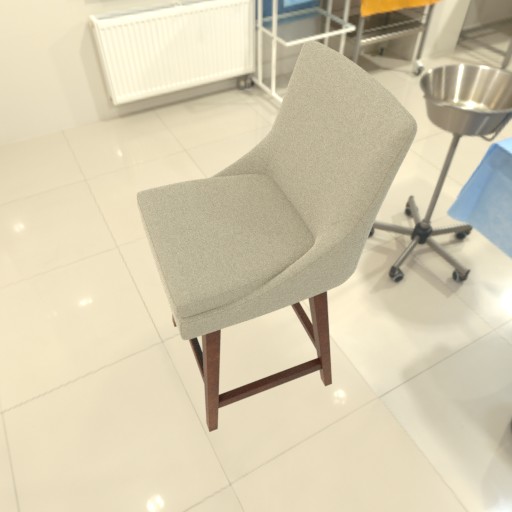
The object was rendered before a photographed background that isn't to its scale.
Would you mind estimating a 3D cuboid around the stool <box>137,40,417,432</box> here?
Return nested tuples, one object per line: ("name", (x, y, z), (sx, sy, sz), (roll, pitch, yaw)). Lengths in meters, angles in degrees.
("stool", (0.000, 0.000, 1.278), (0.559, 0.991, 0.469), (-17, 49, -15))
